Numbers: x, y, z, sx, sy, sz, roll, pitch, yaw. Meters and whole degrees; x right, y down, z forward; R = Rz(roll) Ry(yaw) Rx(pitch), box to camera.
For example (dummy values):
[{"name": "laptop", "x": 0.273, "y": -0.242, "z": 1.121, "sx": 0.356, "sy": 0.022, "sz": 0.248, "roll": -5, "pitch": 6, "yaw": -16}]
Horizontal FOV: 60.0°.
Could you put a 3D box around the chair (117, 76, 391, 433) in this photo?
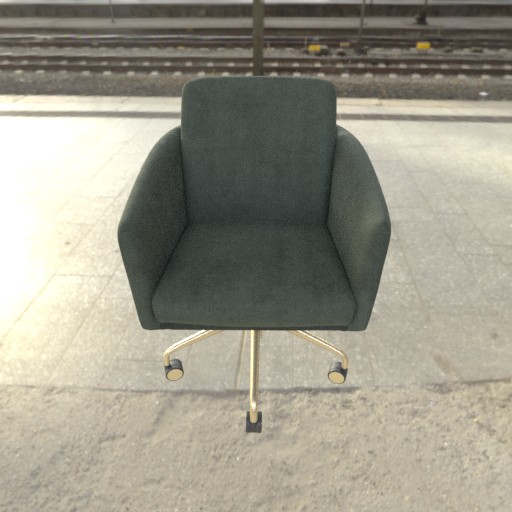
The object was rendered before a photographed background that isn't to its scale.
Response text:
[{"name": "chair", "x": 0.000, "y": 0.000, "z": 1.321, "sx": 0.641, "sy": 0.908, "sz": 0.635, "roll": 1, "pitch": 33, "yaw": 1}]
